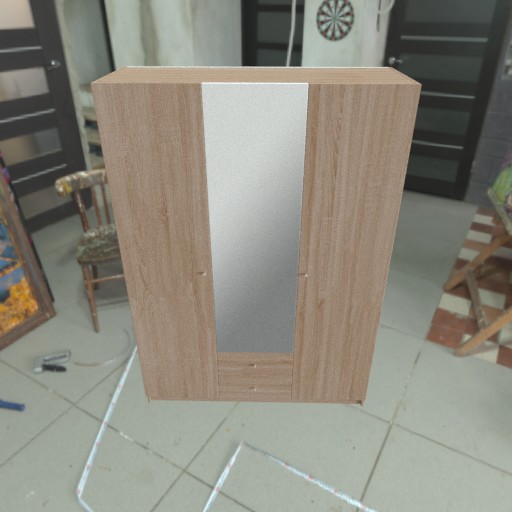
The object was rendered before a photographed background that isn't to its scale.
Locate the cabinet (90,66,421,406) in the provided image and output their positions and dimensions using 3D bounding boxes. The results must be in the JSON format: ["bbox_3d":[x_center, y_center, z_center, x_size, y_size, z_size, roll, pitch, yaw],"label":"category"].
[{"bbox_3d":[0.000,0.000,2.771,1.500,2.120,0.590,1,30,1],"label":"cabinet"}]
